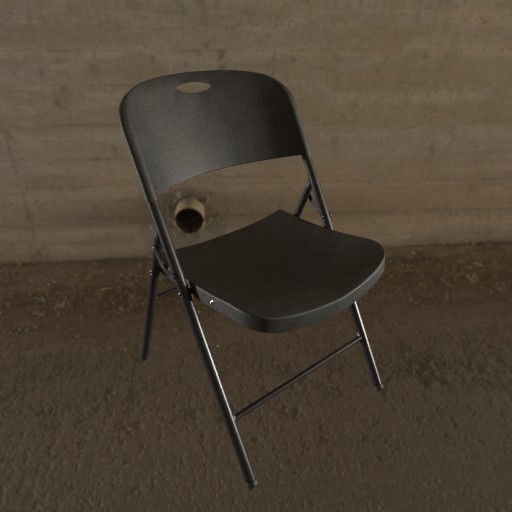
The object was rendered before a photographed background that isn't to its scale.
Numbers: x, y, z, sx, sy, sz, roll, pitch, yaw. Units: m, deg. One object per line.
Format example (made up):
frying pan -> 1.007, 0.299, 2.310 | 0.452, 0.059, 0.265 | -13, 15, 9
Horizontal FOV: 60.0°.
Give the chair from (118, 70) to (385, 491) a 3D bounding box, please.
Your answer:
chair -> 0.000, 0.000, 1.121 | 0.494, 0.810, 0.566 | -22, 37, -33
